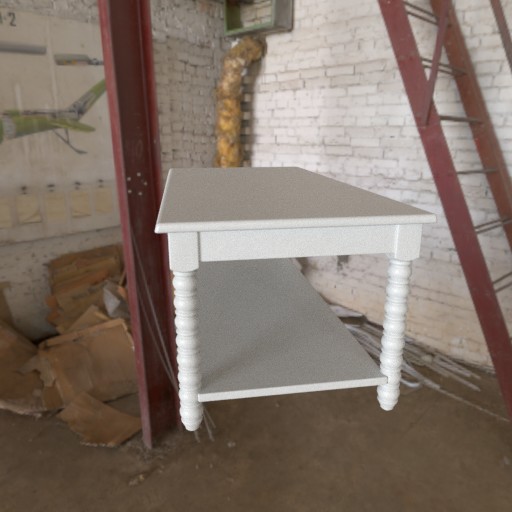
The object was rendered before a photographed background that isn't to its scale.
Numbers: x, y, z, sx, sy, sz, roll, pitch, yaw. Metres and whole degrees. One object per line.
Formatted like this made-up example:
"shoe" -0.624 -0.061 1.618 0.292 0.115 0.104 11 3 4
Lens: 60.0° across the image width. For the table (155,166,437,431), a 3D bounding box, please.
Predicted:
"table" 0.000 0.000 1.486 0.580 0.487 1.171 -3 16 -9
